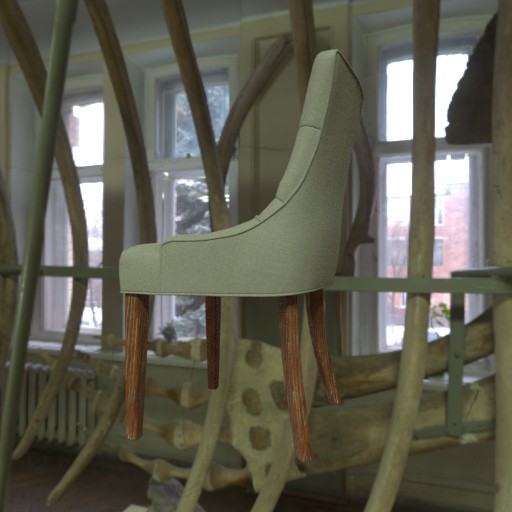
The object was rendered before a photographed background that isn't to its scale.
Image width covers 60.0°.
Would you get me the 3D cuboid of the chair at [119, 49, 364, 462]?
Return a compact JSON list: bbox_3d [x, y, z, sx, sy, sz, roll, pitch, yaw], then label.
[{"bbox_3d":[0.000,0.000,1.200,0.565,0.874,0.509,0,-1,19],"label":"chair"}]
